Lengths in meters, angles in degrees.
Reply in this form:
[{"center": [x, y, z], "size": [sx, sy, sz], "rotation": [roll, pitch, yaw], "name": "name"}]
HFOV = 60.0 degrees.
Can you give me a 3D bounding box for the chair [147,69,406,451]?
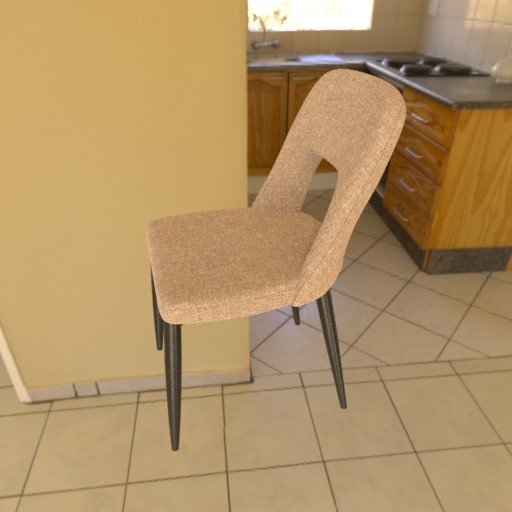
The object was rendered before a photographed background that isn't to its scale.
[{"center": [0.000, 0.000, 1.242], "size": [0.612, 0.931, 0.470], "rotation": [-9, 32, -14], "name": "chair"}]
